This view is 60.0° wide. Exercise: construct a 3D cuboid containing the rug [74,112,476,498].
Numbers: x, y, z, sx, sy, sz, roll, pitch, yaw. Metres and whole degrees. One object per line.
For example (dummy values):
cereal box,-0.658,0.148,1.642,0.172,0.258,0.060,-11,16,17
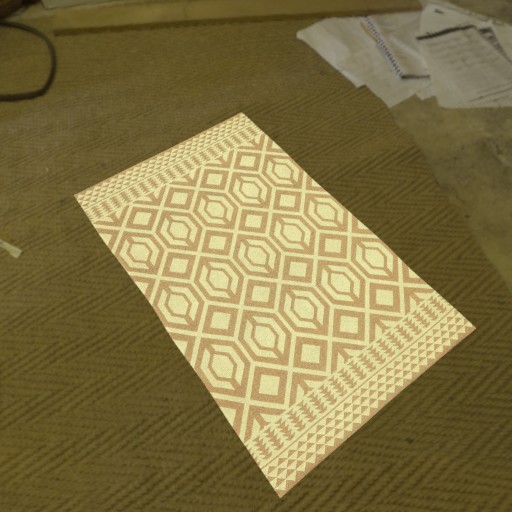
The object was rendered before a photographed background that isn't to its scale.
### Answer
rug,0.000,0.000,2.965,1.526,0.011,2.435,-32,63,-19
